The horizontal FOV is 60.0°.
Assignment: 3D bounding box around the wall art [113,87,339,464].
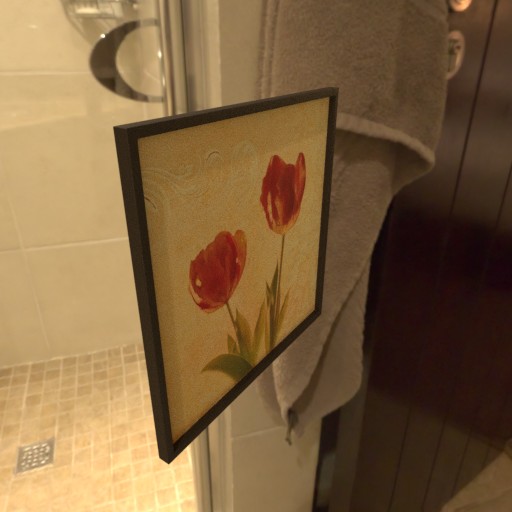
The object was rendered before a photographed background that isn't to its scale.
[{"bbox_3d":[0.000,0.000,1.215,0.043,0.807,0.805,17,31,31],"label":"wall art"}]
